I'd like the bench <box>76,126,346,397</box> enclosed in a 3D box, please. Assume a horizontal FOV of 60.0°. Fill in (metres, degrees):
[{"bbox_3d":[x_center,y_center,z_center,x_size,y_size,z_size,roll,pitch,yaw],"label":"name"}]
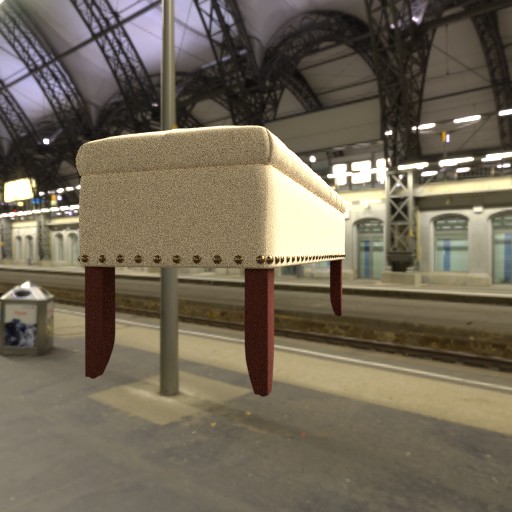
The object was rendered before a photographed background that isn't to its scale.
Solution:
[{"bbox_3d":[0.000,0.000,1.275,0.400,0.470,1.054,0,1,18],"label":"bench"}]
